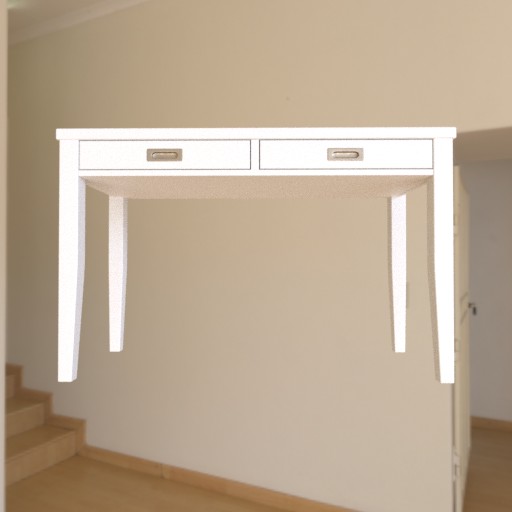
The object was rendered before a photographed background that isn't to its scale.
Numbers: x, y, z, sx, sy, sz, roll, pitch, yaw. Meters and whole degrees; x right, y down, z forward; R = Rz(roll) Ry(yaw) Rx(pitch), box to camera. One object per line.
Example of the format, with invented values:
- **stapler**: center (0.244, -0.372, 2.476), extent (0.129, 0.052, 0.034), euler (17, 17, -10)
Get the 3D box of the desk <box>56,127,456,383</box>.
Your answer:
- **desk**: center (0.000, 0.000, 1.596), extent (1.220, 0.775, 0.508), euler (0, -1, 1)
